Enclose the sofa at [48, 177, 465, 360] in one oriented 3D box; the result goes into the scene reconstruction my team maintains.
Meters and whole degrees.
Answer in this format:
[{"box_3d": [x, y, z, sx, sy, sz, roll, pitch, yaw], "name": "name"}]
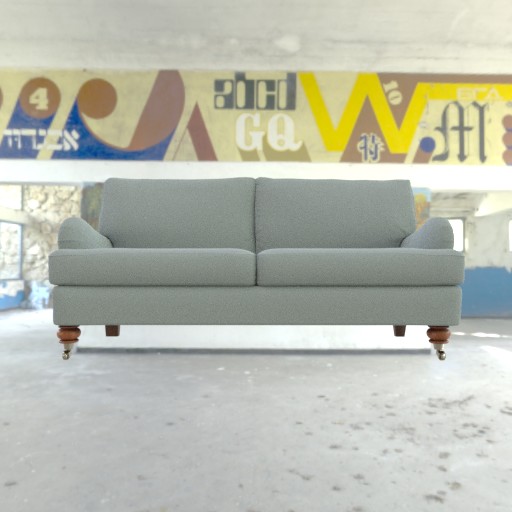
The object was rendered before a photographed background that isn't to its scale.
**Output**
[{"box_3d": [0.000, 0.000, 2.764, 2.193, 1.096, 1.069, 0, -1, 0], "name": "sofa"}]
